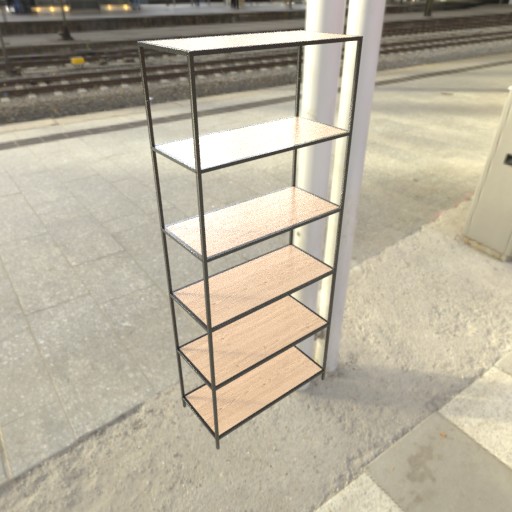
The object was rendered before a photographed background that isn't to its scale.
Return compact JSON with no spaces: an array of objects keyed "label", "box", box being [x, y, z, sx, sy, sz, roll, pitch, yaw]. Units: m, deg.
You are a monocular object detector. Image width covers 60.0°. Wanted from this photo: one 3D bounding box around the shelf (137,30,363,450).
[{"label":"shelf","box":[0.000,0.000,2.093,0.770,1.850,0.350,-22,38,-32]}]
